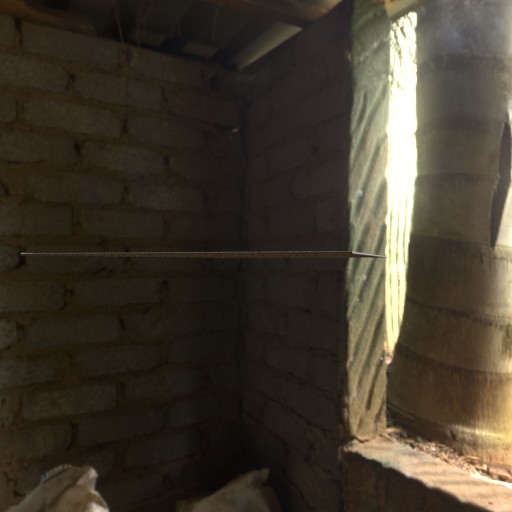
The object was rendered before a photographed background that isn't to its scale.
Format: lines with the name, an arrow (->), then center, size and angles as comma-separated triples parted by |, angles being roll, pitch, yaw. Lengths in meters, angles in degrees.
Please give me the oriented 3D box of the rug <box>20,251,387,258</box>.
rug -> 0.000, 0.000, 2.319 | 1.236, 0.009, 1.839 | 0, -1, 19
